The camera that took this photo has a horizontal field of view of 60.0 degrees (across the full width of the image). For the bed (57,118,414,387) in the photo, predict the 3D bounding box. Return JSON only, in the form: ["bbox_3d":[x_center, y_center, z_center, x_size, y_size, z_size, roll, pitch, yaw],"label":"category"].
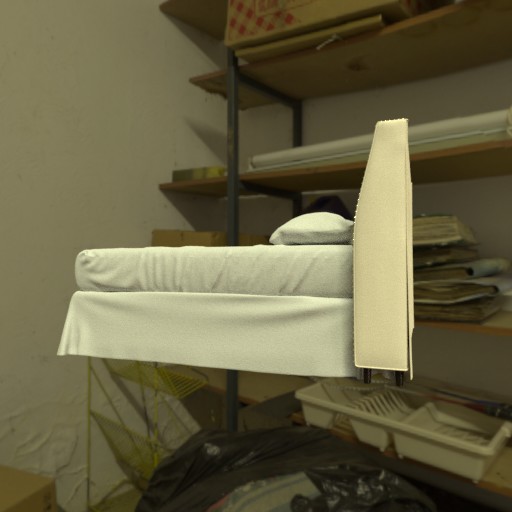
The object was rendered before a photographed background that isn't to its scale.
[{"bbox_3d":[0.000,0.000,3.405,2.276,1.332,1.925,0,-1,20],"label":"bed"}]
